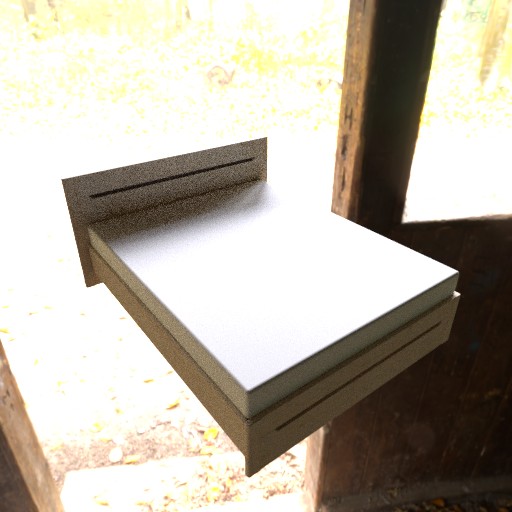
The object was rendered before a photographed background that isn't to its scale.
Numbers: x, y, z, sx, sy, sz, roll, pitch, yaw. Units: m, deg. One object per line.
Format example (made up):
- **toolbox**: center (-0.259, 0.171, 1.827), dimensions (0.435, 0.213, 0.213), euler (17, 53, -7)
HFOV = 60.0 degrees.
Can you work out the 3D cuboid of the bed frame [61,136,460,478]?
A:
- **bed frame**: center (0.000, 0.000, 3.020), dimensions (1.800, 0.900, 2.080), euler (-21, 36, -31)
